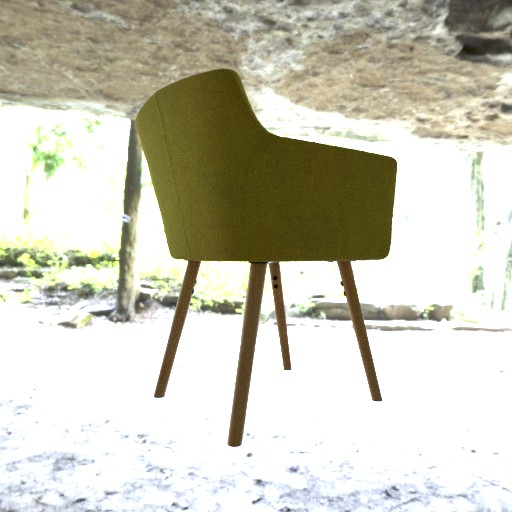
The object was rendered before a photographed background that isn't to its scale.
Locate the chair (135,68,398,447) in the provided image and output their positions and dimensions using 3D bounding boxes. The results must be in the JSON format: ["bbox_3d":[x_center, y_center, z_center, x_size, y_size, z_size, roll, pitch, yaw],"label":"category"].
[{"bbox_3d":[0.000,0.000,1.191,0.570,0.780,0.570,-1,1,-36],"label":"chair"}]
